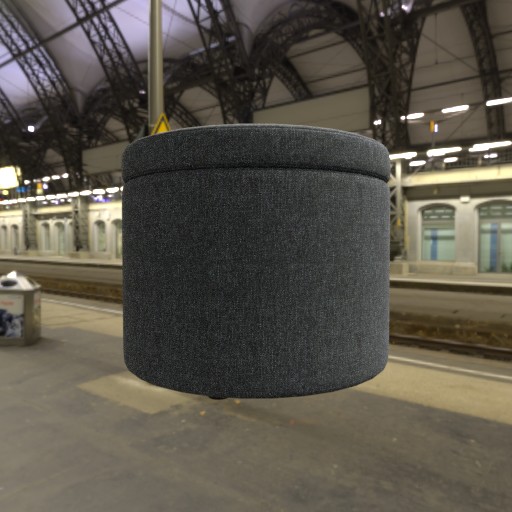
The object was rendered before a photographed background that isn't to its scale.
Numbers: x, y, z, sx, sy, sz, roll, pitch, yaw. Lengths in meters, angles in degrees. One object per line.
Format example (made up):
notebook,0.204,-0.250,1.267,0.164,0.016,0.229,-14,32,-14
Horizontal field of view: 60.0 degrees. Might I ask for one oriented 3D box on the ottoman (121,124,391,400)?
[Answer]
ottoman,0.000,0.000,0.866,0.500,0.419,0.500,0,2,0
